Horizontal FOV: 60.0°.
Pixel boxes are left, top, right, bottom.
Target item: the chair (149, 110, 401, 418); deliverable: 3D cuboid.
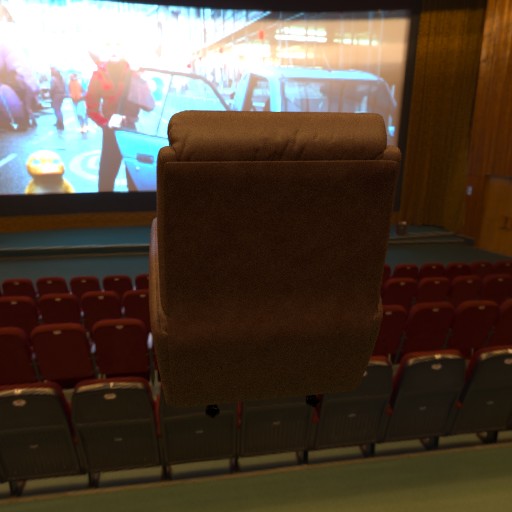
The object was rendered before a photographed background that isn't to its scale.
[{"bbox_3d":[0.000,0.000,1.779,0.865,1.067,1.067,-3,15,-9],"label":"chair"}]
